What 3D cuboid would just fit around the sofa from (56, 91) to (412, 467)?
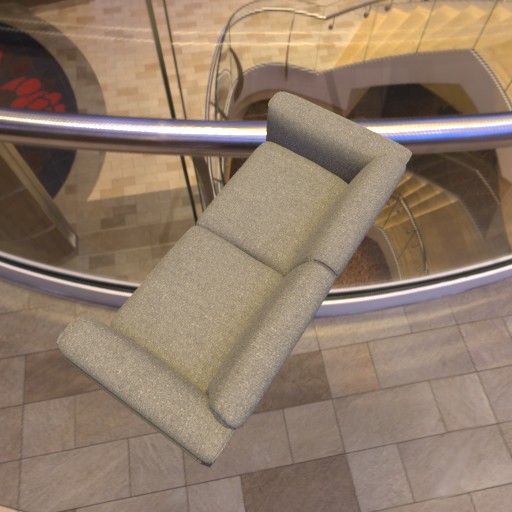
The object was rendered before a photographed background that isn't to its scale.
[{"bbox_3d":[0.000,0.000,2.601,0.985,0.703,2.125,31,67,15],"label":"sofa"}]
